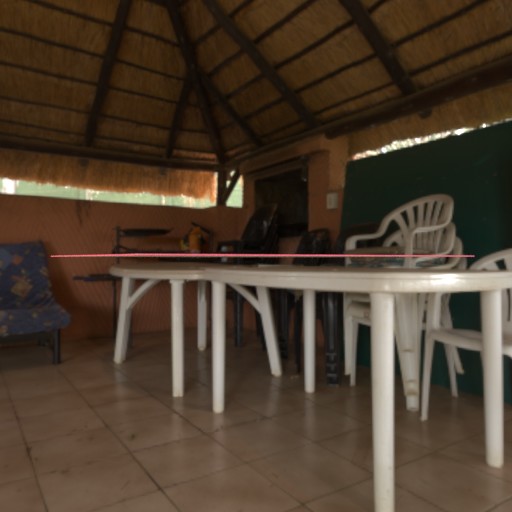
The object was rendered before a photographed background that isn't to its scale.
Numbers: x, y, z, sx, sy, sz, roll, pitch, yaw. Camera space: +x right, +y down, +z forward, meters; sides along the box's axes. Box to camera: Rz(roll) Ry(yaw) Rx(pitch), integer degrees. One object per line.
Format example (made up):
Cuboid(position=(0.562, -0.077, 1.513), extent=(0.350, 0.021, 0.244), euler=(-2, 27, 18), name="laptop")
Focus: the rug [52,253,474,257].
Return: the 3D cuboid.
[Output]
Cuboid(position=(0.000, 0.000, 3.888), extent=(2.929, 0.012, 2.300), euler=(0, 0, -34), name="rug")
